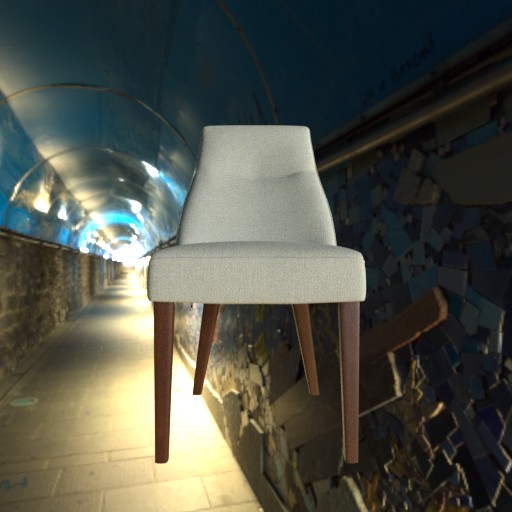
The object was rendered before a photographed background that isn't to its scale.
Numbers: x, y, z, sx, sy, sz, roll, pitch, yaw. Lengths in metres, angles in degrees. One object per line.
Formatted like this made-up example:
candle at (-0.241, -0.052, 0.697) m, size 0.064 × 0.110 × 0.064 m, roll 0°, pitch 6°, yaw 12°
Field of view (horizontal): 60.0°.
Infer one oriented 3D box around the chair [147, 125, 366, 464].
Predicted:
chair at (0.000, 0.000, 1.296) m, size 0.500 × 0.930 × 0.620 m, roll 0°, pitch -1°, yaw 0°
